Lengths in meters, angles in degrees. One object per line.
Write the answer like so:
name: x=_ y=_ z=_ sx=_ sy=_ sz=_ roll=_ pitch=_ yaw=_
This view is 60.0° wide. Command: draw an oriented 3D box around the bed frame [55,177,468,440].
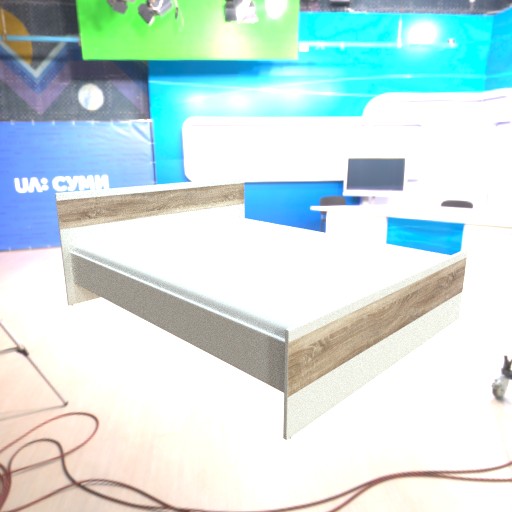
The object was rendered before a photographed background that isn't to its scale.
bed frame: x=0.000 y=0.000 z=2.929 sx=1.720 sy=0.800 sz=2.060 roll=-14 pitch=21 yaw=-43
